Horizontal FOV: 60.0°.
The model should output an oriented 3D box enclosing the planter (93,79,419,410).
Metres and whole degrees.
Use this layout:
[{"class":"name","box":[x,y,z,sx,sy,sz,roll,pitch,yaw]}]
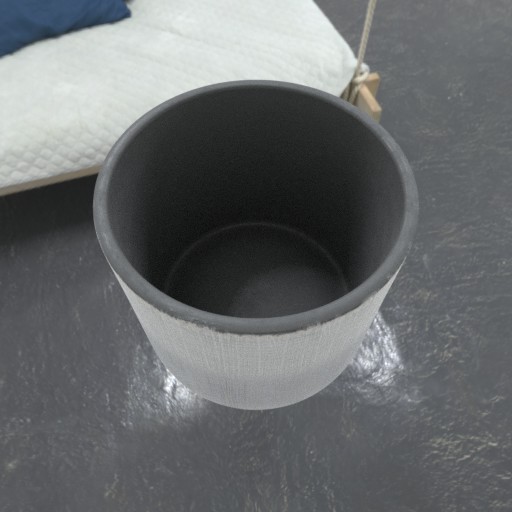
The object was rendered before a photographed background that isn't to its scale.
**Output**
[{"class":"planter","box":[0.000,0.000,0.436,0.254,0.221,0.254,0,58,0]}]
